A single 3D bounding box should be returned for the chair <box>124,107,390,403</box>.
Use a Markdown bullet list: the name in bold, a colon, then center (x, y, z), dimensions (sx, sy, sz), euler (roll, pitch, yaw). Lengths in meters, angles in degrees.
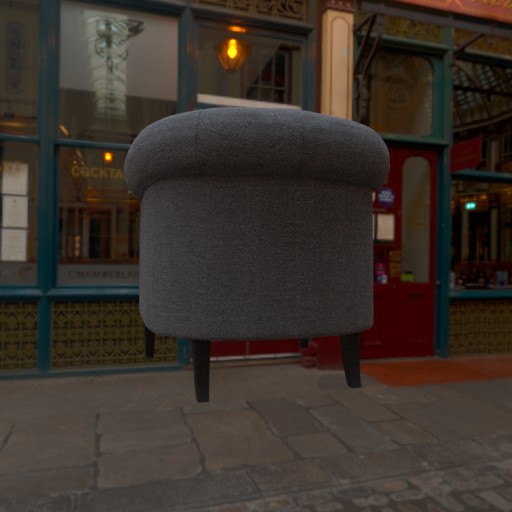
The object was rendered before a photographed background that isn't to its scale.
- **chair**: center (0.000, 0.000, 1.583), dimensions (0.905, 0.827, 0.852), euler (0, -1, -17)
